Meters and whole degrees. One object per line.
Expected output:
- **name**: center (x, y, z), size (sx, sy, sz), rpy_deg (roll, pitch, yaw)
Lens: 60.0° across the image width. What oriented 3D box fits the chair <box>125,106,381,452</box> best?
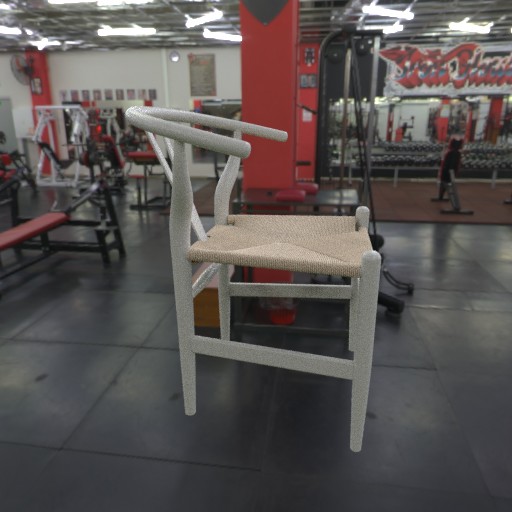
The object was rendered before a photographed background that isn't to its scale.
- **chair**: center (0.000, 0.000, 1.138), size (0.579, 0.730, 0.569), rpy_deg (3, 18, 10)
